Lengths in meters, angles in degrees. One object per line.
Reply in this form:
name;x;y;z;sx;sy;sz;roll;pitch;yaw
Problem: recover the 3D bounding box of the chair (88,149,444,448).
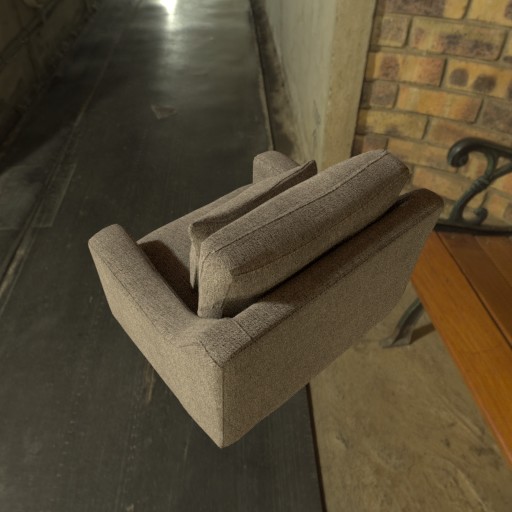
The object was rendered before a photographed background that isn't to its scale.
chair;0.000;0.000;1.968;1.138;1.037;1.009;-32;53;-27
